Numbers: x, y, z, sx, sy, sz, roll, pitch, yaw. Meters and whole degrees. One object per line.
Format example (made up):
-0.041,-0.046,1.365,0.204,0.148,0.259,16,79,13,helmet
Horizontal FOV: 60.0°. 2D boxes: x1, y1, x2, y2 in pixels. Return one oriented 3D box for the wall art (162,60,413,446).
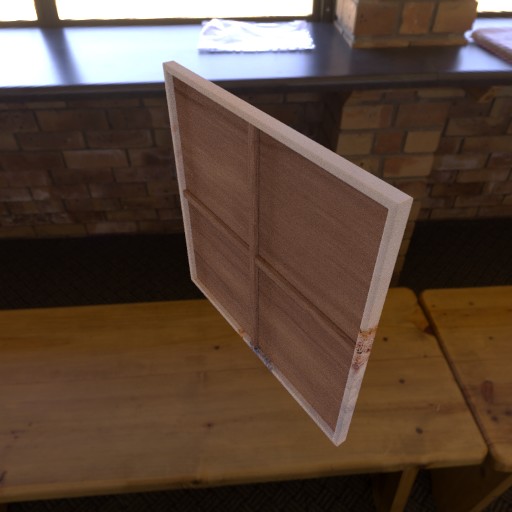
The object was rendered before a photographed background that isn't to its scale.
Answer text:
0.000,0.000,1.327,0.038,0.889,0.889,-25,47,-26,wall art
